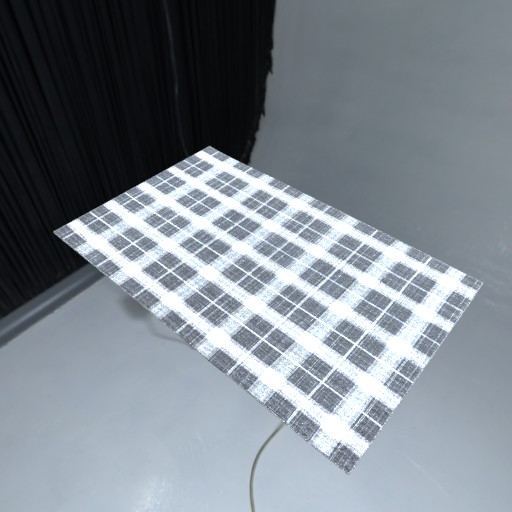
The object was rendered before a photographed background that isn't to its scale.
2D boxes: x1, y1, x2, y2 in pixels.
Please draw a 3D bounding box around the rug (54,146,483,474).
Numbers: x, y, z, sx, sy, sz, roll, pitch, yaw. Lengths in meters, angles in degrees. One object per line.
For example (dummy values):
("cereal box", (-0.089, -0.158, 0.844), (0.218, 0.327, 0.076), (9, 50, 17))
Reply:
("rug", (0.000, 0.000, 2.917), (2.434, 0.015, 1.520), (32, 53, 28))
